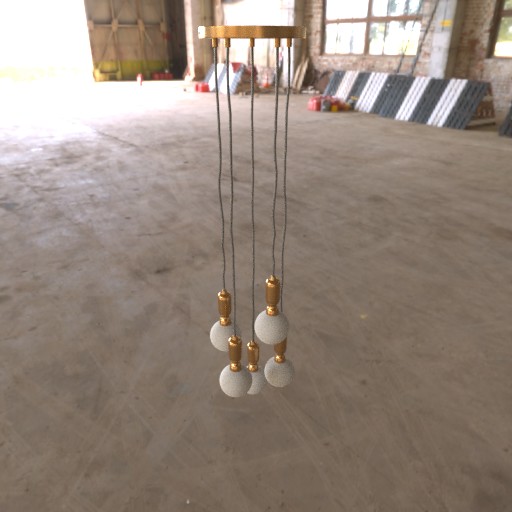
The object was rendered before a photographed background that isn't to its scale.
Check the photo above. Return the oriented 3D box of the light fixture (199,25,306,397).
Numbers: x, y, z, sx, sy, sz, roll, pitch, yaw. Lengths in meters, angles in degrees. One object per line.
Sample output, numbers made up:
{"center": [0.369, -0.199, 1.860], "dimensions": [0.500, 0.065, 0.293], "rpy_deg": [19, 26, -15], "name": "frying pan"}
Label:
{"center": [0.000, 0.000, 0.498], "dimensions": [0.105, 0.457, 0.108], "rpy_deg": [-8, 27, -17], "name": "light fixture"}
